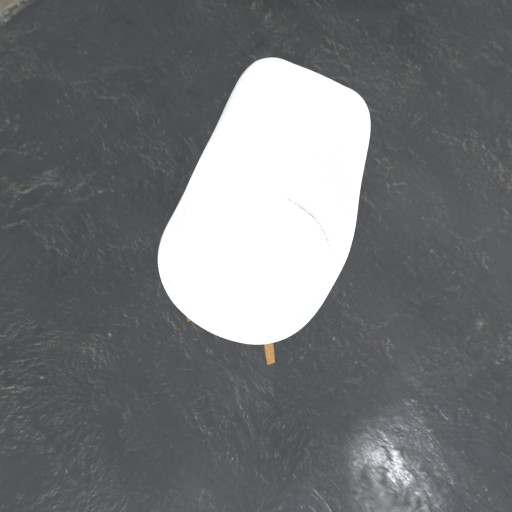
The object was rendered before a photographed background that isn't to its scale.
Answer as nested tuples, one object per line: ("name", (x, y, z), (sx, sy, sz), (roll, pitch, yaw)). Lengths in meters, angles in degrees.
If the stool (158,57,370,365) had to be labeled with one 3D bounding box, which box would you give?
("stool", (0.000, 0.000, 1.373), (0.482, 1.115, 0.549), (27, 77, 7))
